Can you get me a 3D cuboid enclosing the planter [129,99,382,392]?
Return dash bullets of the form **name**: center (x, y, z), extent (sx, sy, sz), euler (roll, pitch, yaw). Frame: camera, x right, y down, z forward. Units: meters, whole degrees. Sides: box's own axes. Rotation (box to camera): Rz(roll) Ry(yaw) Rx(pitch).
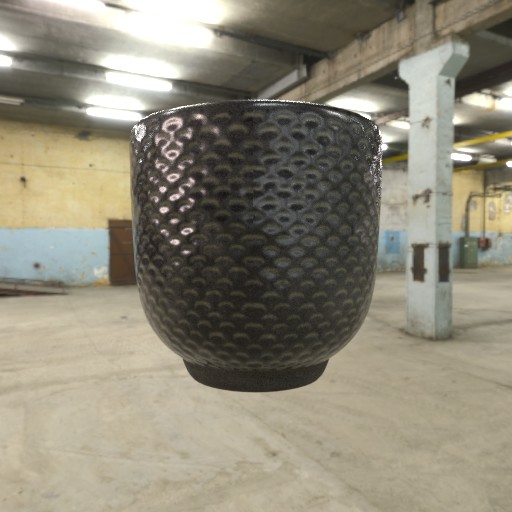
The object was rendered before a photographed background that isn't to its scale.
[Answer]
- **planter**: center (0.000, 0.000, 0.360), extent (0.197, 0.191, 0.197), euler (0, 1, 0)
